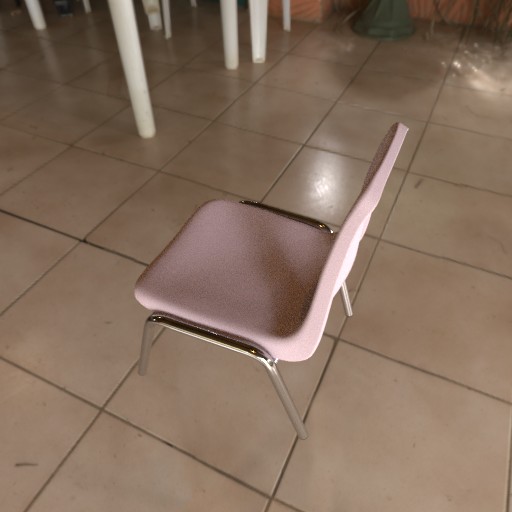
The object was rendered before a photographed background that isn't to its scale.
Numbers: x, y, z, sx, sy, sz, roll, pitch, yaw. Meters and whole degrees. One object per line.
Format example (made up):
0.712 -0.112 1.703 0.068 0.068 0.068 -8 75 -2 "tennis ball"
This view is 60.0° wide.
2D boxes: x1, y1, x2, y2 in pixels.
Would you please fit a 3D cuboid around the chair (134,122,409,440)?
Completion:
0.000 0.000 0.788 0.385 0.536 0.354 18 48 17 "chair"
